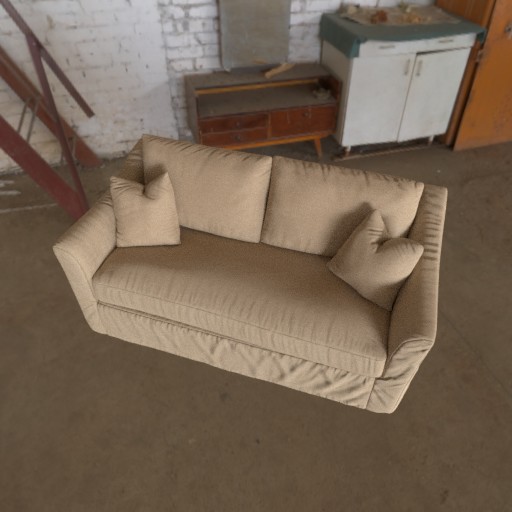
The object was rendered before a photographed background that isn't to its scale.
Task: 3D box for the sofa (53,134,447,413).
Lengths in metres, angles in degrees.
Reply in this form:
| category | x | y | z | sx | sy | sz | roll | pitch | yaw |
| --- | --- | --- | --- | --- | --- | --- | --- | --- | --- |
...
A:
| category | x | y | z | sx | sy | sz | roll | pitch | yaw |
| --- | --- | --- | --- | --- | --- | --- | --- | --- | --- |
| sofa | 0.000 | 0.000 | 2.655 | 2.010 | 1.018 | 1.072 | 13 | 43 | 14 |
